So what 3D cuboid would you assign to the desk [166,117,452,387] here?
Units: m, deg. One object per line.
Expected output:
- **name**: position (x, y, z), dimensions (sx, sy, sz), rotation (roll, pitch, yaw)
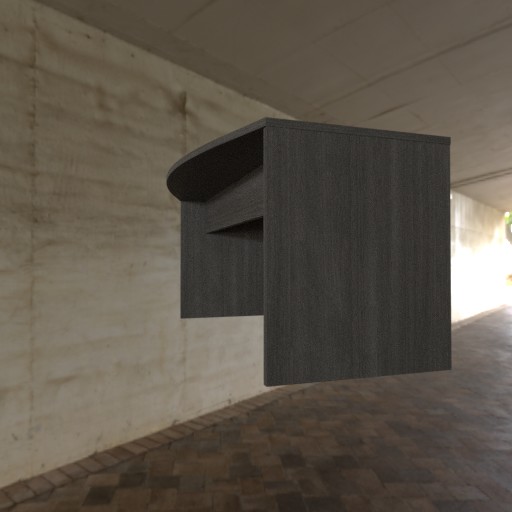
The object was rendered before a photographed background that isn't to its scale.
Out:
- **desk**: position (0.000, 0.000, 2.063), dimensions (0.802, 0.750, 1.600), rotation (0, -1, -18)
